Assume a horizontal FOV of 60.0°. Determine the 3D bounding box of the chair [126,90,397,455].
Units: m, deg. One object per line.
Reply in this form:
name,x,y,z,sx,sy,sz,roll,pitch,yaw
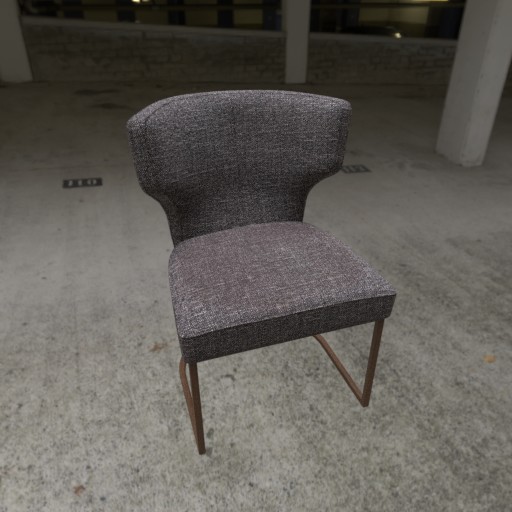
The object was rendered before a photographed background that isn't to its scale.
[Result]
chair,0.000,0.000,1.287,0.611,0.824,0.617,-10,33,-16
